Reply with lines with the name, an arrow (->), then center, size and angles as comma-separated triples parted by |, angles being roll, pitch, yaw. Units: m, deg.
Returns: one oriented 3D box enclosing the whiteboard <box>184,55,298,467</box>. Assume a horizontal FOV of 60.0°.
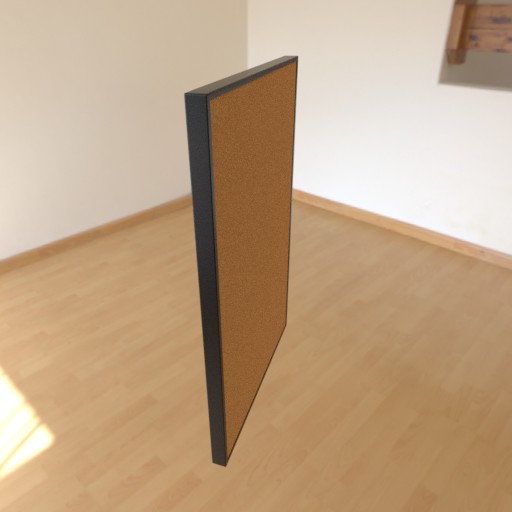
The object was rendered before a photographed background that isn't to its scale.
whiteboard -> 0.000, 0.000, 0.780 | 0.026, 0.611, 0.406 | 9, 31, 16
